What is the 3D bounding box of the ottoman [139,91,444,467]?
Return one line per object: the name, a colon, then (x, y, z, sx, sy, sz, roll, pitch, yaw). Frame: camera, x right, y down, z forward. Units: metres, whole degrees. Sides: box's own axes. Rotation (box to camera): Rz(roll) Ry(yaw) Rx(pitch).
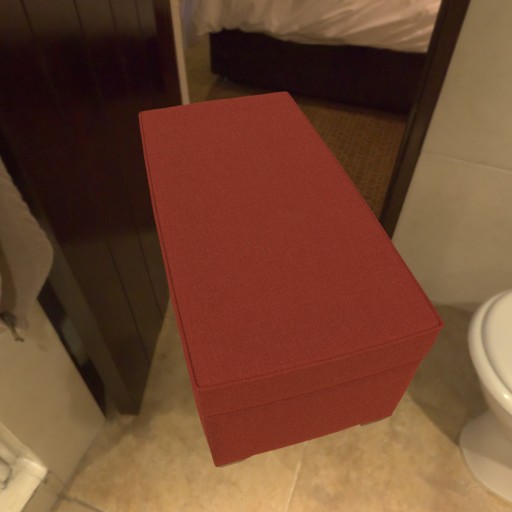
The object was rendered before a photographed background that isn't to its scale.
ottoman: (0.000, 0.000, 1.231, 0.497, 0.454, 0.948, -12, 49, -11)
